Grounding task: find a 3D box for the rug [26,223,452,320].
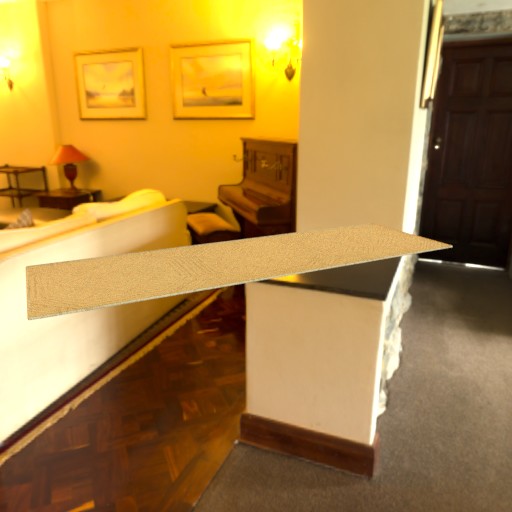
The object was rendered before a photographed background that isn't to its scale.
[{"bbox_3d":[0.000,0.000,2.643,2.452,0.012,0.775,-8,18,-26],"label":"rug"}]
